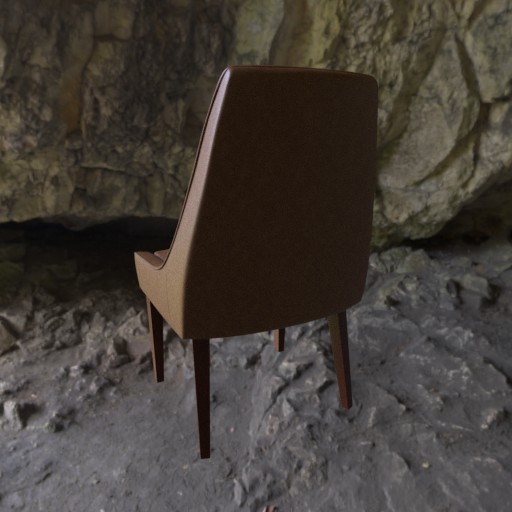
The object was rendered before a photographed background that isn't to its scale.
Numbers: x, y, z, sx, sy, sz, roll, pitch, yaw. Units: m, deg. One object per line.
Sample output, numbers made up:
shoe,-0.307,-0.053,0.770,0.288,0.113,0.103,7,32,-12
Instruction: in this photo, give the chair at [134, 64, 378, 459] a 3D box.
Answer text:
chair,0.000,0.000,1.171,0.529,0.861,0.544,-8,17,-27
